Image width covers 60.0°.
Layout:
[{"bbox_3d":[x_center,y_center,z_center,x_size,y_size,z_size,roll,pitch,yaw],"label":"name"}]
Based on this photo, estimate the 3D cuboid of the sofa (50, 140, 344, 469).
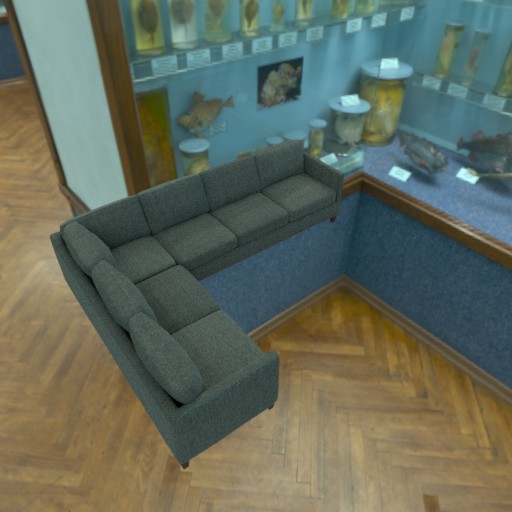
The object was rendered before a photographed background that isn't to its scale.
[{"bbox_3d":[0.000,0.000,4.553,3.302,0.947,2.593,-26,46,-27],"label":"sofa"}]
